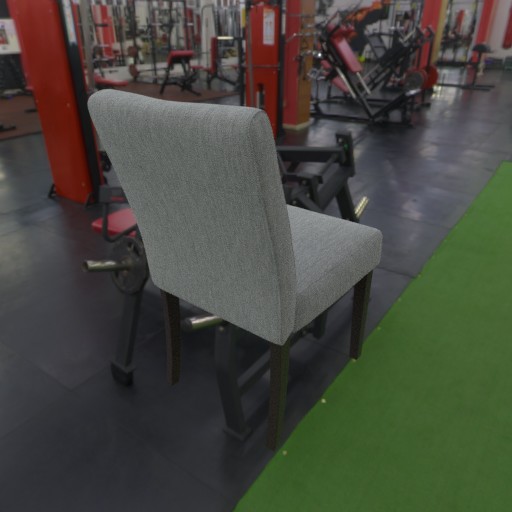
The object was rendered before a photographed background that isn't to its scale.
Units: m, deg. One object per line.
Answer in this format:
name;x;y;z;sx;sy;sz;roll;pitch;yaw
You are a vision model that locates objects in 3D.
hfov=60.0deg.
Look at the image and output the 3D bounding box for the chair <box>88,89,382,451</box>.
chair;0.000;0.000;1.214;0.487;0.884;0.629;20;34;33
